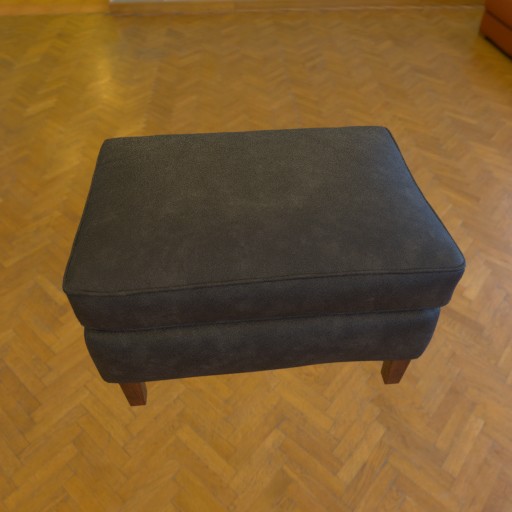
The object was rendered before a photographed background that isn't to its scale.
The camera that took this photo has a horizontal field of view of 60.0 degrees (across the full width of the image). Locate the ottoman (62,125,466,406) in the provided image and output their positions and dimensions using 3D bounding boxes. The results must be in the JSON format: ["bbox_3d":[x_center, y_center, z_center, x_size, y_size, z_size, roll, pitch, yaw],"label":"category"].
[{"bbox_3d":[0.000,0.000,0.969,0.665,0.413,0.501,-4,45,-4],"label":"ottoman"}]
